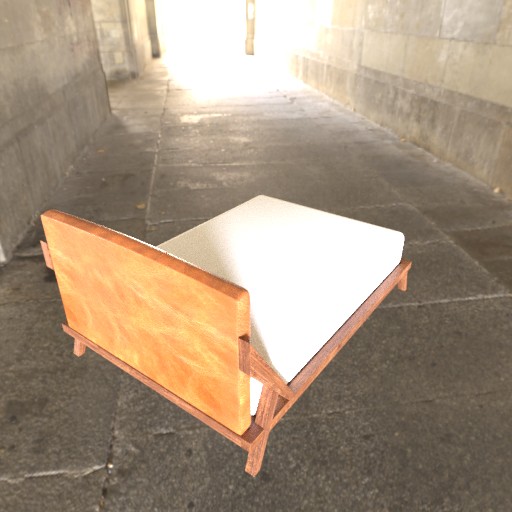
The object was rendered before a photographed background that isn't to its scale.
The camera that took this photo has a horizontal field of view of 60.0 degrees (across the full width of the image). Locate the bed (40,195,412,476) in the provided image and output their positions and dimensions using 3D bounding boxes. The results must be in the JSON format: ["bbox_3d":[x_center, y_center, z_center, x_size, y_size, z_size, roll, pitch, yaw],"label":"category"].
[{"bbox_3d":[0.000,0.000,3.323,1.651,1.168,2.311,20,35,31],"label":"bed"}]
